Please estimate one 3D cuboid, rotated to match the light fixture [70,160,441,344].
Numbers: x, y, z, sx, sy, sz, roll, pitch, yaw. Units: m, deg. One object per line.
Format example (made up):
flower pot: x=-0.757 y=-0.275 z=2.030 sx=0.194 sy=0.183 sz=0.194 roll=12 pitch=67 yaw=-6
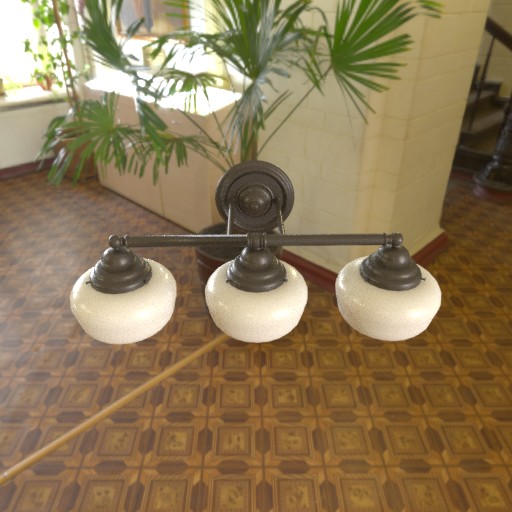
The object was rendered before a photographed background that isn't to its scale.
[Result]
light fixture: x=0.000 y=0.000 z=0.722 sx=0.587 sy=0.242 sz=0.239 roll=-1 pitch=31 yaw=-1
